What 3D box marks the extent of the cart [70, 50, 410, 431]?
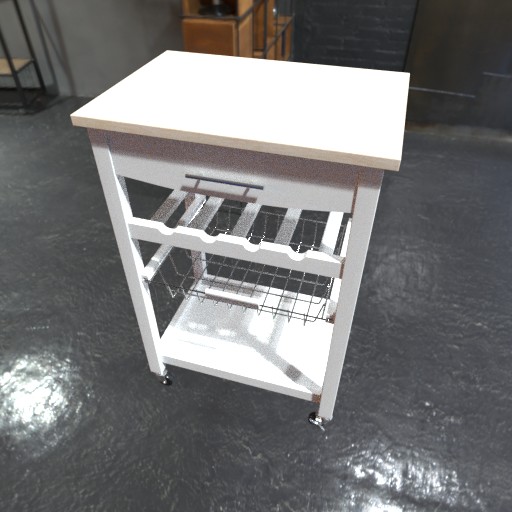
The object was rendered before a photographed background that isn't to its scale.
[{"bbox_3d":[0.000,0.000,1.159,0.578,0.857,0.406,11,42,13],"label":"cart"}]
